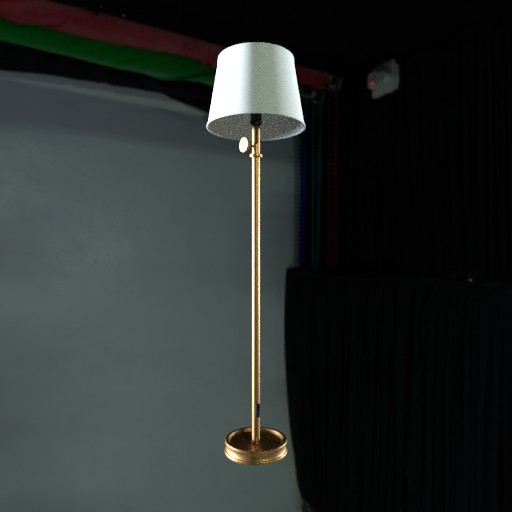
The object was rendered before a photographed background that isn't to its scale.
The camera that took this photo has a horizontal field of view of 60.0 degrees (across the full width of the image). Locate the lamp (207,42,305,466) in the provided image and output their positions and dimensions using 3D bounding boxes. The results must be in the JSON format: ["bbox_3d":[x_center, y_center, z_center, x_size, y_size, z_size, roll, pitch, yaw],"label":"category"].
[{"bbox_3d":[0.000,0.000,0.805,0.178,0.710,0.178,0,0,0],"label":"lamp"}]
